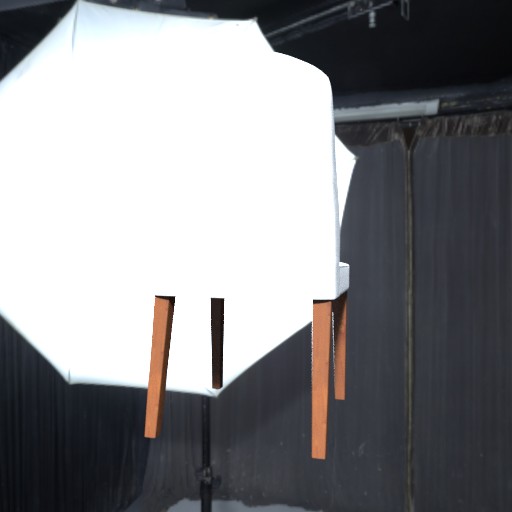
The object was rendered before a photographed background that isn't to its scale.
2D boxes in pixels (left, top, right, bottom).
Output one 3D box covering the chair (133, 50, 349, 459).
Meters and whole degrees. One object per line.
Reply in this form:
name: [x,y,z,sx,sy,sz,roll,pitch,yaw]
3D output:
chair: [0.000,0.000,1.221,0.472,0.893,0.540,0,-1,16]
